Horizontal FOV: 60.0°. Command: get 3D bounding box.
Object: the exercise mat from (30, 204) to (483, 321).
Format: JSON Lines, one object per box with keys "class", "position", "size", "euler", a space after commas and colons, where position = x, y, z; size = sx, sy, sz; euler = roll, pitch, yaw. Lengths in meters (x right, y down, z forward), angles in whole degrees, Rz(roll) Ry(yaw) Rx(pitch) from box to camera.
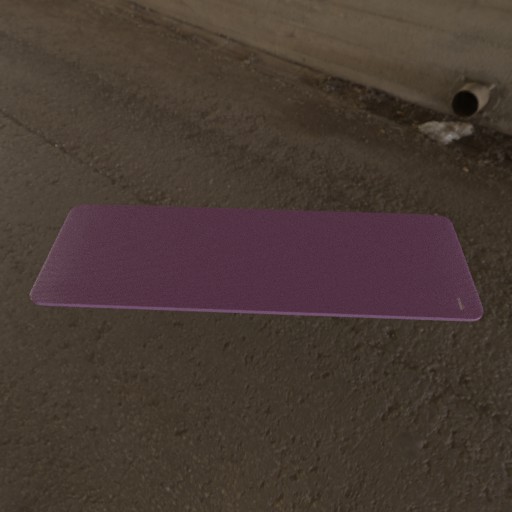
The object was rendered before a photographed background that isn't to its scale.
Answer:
{"class": "exercise mat", "position": [0.000, 0.000, 1.991], "size": [1.869, 0.021, 0.616], "euler": [2, 47, 2]}
